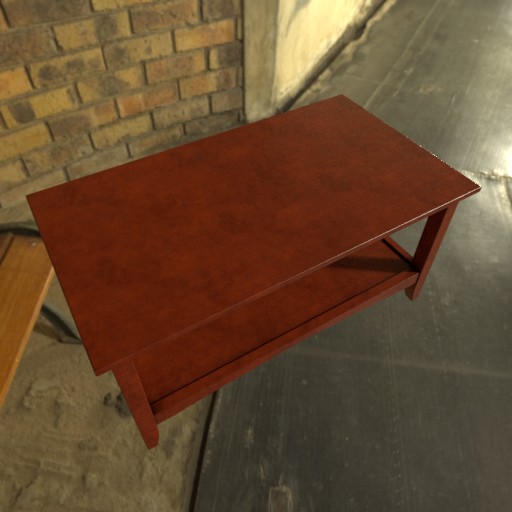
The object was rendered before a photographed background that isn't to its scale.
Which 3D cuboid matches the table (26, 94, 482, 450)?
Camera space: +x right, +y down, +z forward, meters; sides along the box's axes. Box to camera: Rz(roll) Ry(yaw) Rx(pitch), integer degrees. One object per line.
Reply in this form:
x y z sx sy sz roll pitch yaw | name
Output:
0.000 0.000 1.216 0.943 0.456 0.533 -24 52 -20 | table
